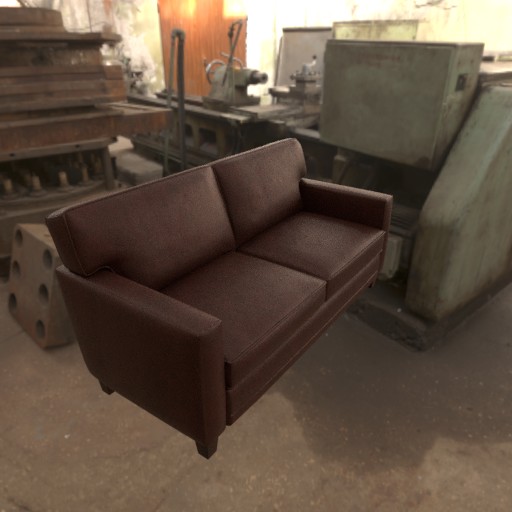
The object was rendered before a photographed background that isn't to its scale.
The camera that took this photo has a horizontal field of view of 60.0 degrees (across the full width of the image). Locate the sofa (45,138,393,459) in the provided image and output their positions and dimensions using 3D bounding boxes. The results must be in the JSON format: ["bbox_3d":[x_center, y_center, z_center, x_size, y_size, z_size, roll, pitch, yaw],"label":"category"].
[{"bbox_3d":[0.000,0.000,2.412,0.912,0.928,1.876,17,31,31],"label":"sofa"}]
